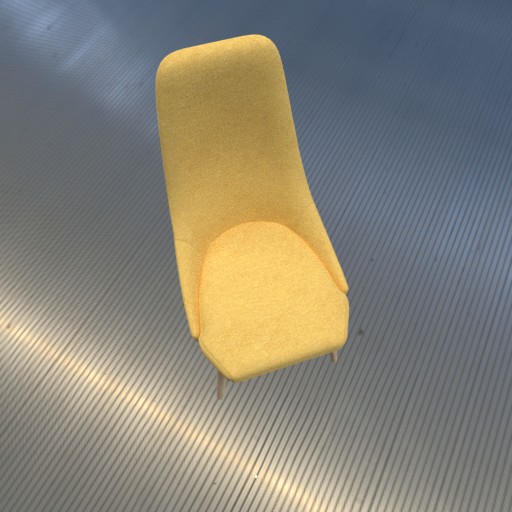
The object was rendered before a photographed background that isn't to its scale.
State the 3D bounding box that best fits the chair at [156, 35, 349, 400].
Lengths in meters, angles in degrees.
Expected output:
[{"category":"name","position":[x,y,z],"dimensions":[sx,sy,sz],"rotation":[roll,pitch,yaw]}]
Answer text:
[{"category":"chair","position":[0.000,0.000,1.373],"dimensions":[0.510,1.040,0.660],"rotation":[-16,65,-8]}]
